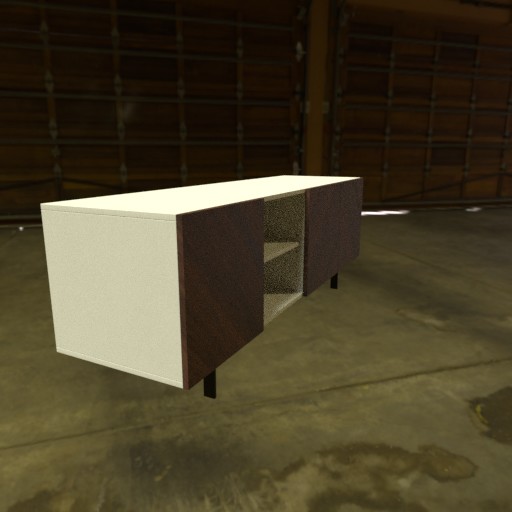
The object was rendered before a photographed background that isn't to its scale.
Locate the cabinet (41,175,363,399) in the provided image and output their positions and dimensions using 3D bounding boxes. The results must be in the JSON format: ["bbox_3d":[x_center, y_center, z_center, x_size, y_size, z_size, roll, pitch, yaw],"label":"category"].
[{"bbox_3d":[0.000,0.000,1.712,0.431,0.533,1.499,7,15,26],"label":"cabinet"}]
